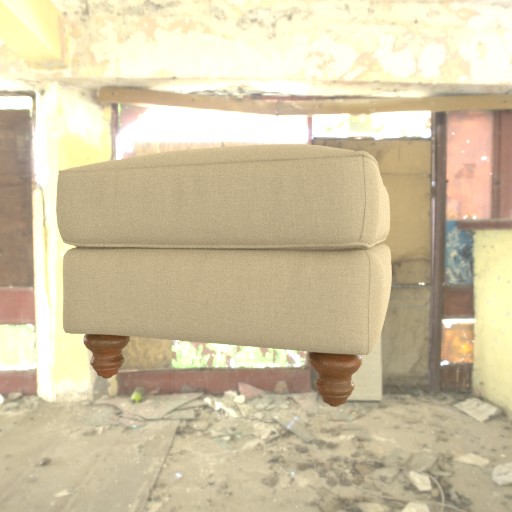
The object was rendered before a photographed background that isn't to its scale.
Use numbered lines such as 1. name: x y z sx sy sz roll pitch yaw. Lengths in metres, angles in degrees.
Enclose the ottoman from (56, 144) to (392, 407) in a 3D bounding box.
1. ottoman: 0.000 0.000 1.128 0.662 0.505 0.716 1 3 19
